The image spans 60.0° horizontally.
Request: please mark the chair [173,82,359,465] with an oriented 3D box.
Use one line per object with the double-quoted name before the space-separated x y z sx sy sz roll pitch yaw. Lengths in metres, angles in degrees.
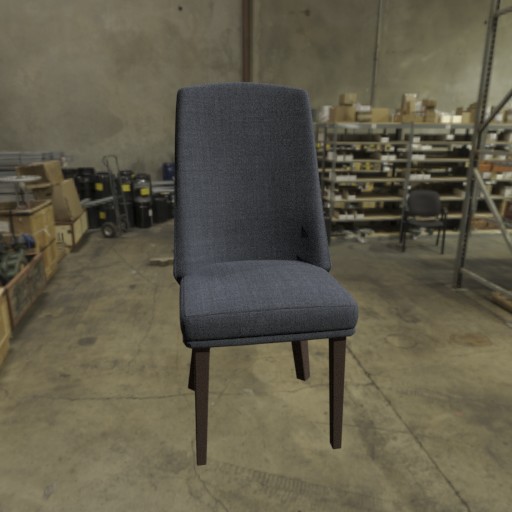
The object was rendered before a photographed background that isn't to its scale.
"chair" 0.000 0.000 1.367 0.510 1.050 0.577 -3 17 -9
